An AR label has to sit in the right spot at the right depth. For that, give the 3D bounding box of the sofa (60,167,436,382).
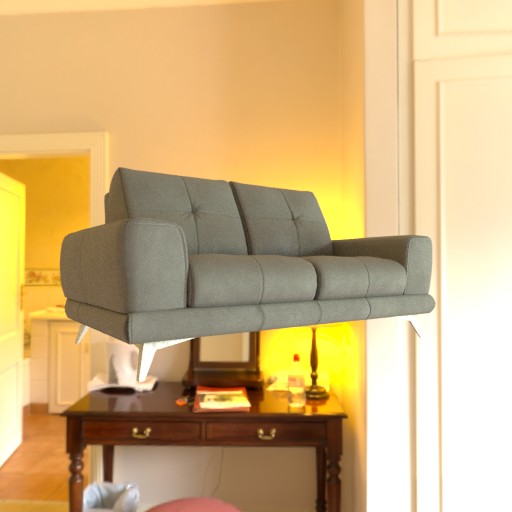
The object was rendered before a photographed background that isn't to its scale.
[{"bbox_3d":[0.000,0.000,2.386,1.806,0.907,1.018,1,-1,-35],"label":"sofa"}]
